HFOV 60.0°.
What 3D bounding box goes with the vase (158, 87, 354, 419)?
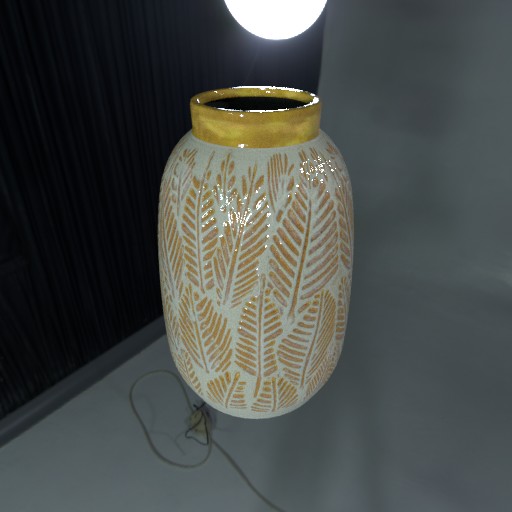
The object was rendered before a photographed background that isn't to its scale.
[{"bbox_3d":[0.000,0.000,0.395,0.172,0.270,0.172,0,30,0],"label":"vase"}]
